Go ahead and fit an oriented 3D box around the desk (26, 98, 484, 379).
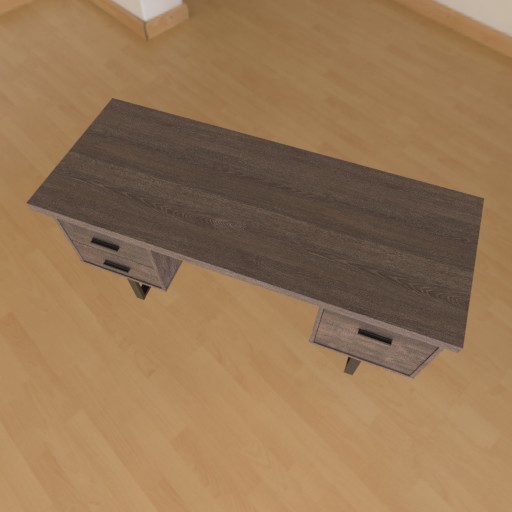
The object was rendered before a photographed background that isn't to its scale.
[{"bbox_3d":[0.000,0.000,1.909,1.524,0.760,0.600,18,60,11],"label":"desk"}]
